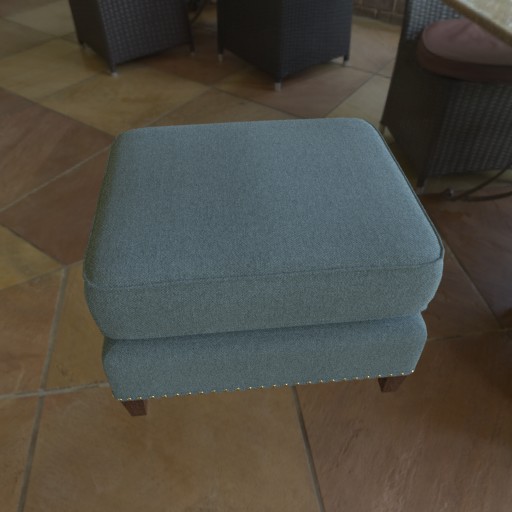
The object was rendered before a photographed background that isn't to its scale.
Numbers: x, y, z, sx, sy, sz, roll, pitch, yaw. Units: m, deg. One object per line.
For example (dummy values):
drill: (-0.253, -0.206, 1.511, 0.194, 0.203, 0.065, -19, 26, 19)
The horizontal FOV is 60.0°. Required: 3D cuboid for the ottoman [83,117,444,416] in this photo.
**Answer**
ottoman: (0.000, 0.000, 1.153, 0.738, 0.537, 0.589, -4, 46, -4)
